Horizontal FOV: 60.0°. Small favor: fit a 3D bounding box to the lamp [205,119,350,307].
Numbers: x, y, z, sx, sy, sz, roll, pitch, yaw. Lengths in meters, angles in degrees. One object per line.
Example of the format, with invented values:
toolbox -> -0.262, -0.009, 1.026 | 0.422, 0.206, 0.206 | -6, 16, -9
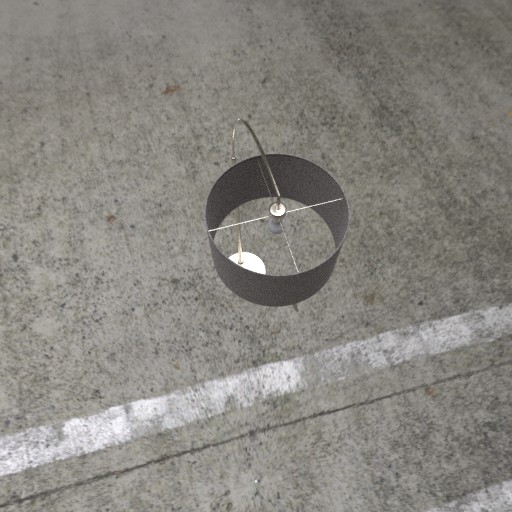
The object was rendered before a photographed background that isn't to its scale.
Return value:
lamp -> 0.000, 0.000, 2.179 | 0.452, 1.735, 0.934 | -14, 64, -7
